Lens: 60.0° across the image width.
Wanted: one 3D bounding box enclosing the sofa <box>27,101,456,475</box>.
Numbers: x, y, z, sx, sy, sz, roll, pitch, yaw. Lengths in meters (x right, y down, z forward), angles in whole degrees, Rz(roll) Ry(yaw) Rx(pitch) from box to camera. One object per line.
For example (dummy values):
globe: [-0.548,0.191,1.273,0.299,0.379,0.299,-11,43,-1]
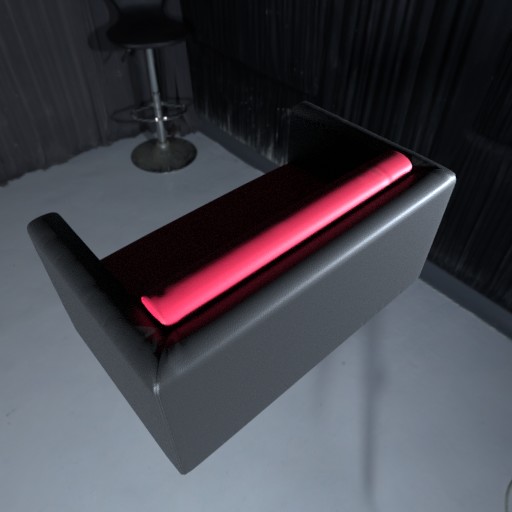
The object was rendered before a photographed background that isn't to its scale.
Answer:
sofa: [0.000,0.000,1.857,1.410,0.735,0.845,-32,53,-28]
